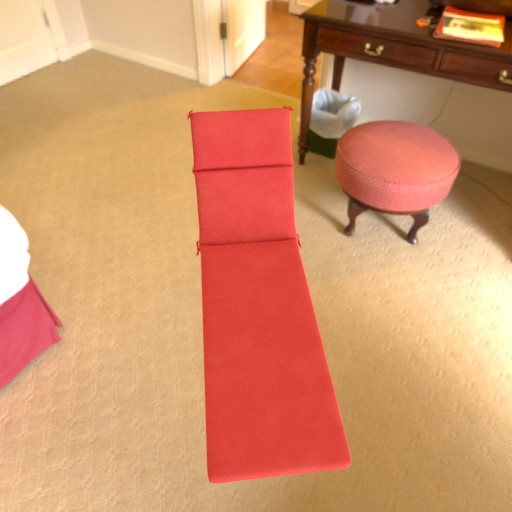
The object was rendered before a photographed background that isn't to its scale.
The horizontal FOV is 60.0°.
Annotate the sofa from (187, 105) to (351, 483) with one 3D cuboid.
[{"bbox_3d":[0.000,0.000,1.963,0.582,0.622,1.663,-4,46,-4],"label":"sofa"}]
